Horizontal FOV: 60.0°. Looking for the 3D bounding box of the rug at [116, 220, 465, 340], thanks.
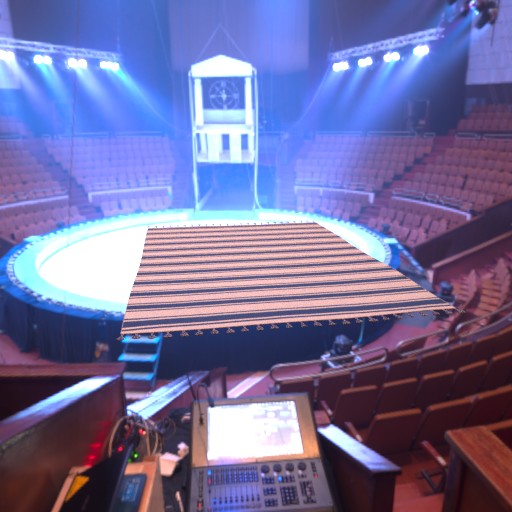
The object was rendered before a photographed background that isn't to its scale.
[{"bbox_3d":[0.000,0.000,2.970,1.544,0.010,2.315,-3,16,-10],"label":"rug"}]
